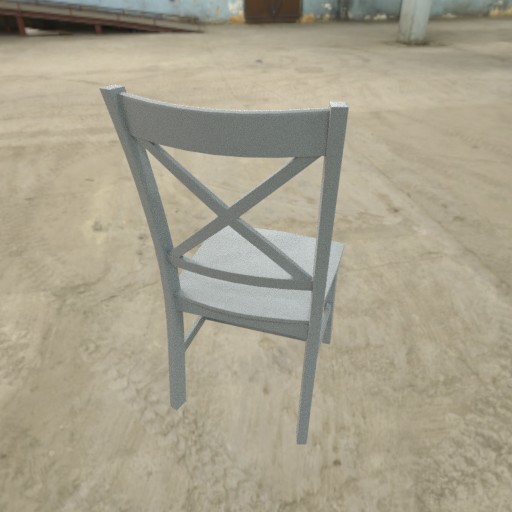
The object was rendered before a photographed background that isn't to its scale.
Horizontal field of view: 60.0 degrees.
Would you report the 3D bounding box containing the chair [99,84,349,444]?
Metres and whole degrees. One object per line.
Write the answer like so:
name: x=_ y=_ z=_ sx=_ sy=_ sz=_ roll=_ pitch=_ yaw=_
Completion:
chair: x=0.000 y=0.000 z=1.265 sx=0.485 sy=0.983 sz=0.542 roll=10 pitch=34 yaw=15
